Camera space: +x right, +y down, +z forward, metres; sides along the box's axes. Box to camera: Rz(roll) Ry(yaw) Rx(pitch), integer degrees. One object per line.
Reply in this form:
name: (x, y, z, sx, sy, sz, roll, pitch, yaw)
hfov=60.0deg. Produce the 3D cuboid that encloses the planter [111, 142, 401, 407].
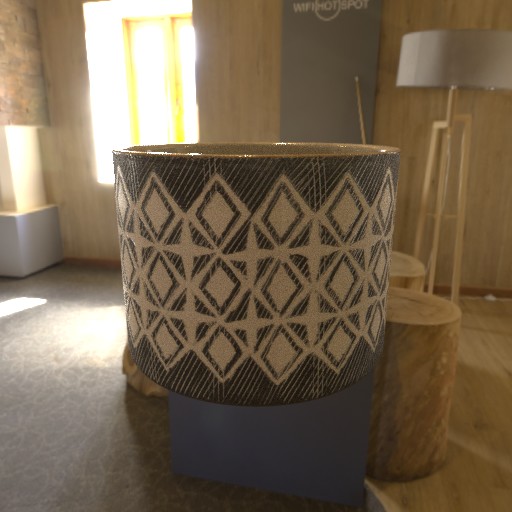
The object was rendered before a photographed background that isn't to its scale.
planter: (0.000, 0.000, 0.217, 0.126, 0.104, 0.126, 0, 16, 0)
